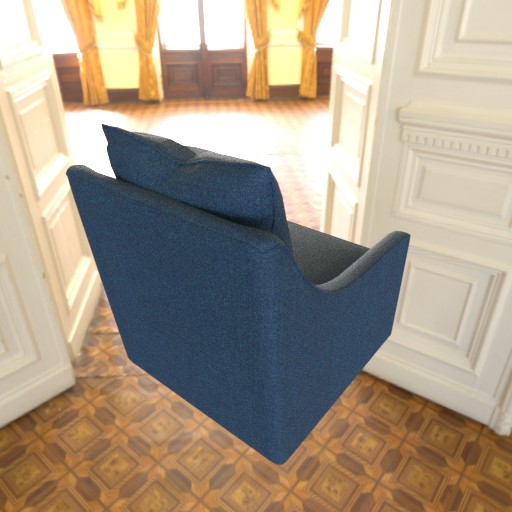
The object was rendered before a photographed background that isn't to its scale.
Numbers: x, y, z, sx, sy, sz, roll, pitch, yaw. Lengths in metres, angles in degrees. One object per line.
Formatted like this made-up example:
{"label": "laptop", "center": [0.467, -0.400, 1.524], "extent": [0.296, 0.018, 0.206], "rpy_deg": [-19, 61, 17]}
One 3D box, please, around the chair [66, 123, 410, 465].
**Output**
{"label": "chair", "center": [0.000, 0.000, 1.529], "extent": [0.750, 0.939, 0.870], "rpy_deg": [22, 37, 33]}
